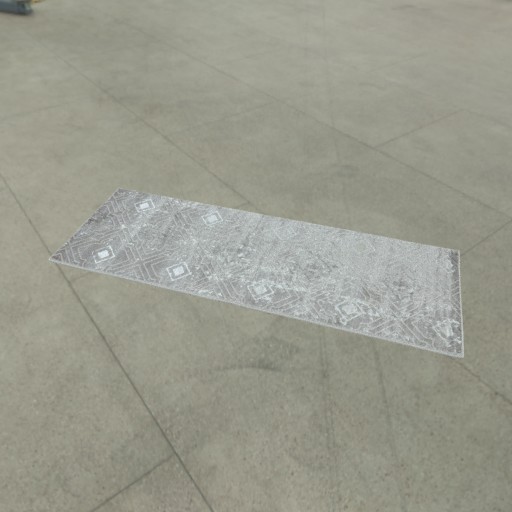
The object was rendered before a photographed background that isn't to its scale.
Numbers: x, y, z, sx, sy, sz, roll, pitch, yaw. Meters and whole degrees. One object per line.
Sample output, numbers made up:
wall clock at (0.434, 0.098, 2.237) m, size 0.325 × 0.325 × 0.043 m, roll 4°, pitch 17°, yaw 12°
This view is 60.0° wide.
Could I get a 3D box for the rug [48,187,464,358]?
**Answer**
rug at (0.000, 0.000, 2.716) m, size 2.381 × 0.035 × 0.832 m, roll 12°, pitch 43°, yaw 13°
